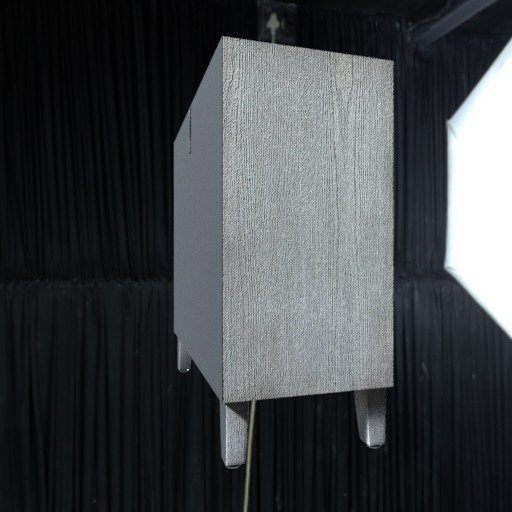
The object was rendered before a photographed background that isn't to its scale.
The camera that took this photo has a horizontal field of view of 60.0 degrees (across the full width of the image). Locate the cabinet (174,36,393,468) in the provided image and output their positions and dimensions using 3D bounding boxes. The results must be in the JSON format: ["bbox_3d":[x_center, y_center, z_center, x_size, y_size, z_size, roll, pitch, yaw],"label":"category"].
[{"bbox_3d":[0.000,0.000,1.219,0.370,0.787,0.781,0,0,-17],"label":"cabinet"}]
